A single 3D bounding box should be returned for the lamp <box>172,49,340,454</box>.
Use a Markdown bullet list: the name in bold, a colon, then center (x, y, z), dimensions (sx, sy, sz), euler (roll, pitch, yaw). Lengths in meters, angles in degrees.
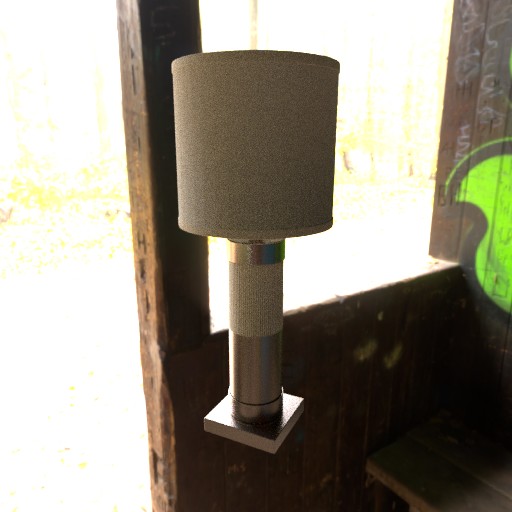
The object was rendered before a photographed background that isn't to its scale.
- **lamp**: center (0.000, 0.000, 0.600), dimensions (0.202, 0.509, 0.202), euler (7, 16, 26)
